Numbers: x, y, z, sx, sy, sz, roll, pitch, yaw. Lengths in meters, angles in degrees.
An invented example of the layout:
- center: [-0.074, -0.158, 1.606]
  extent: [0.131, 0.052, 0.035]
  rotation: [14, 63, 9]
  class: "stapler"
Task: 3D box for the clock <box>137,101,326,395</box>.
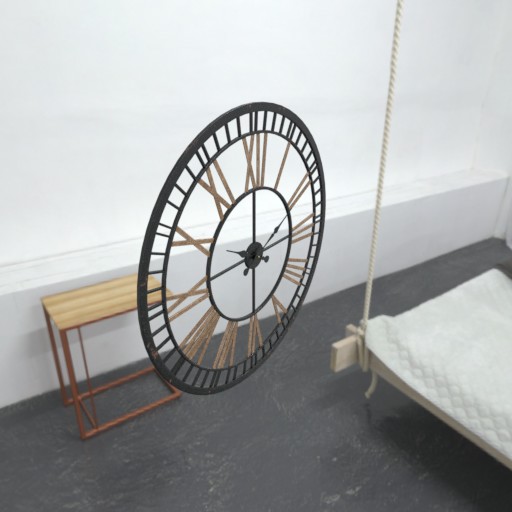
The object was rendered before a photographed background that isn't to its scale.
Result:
- center: [0.000, 0.000, 1.282]
  extent: [0.025, 0.843, 0.843]
  rotation: [17, 30, 33]
  class: "clock"
